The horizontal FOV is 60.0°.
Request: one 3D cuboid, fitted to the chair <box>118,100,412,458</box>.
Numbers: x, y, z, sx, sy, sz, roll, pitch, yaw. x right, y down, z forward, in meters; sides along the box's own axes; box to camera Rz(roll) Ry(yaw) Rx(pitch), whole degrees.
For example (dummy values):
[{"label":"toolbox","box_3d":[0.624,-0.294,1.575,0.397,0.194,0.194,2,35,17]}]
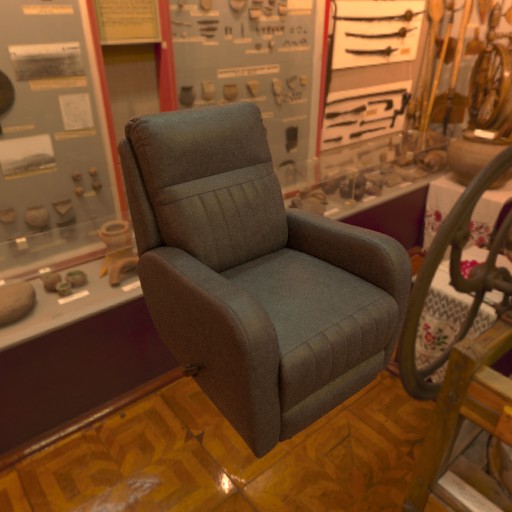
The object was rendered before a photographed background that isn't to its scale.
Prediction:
[{"label":"chair","box_3d":[0.000,0.000,1.838,0.865,1.067,1.067,-21,35,-32]}]
